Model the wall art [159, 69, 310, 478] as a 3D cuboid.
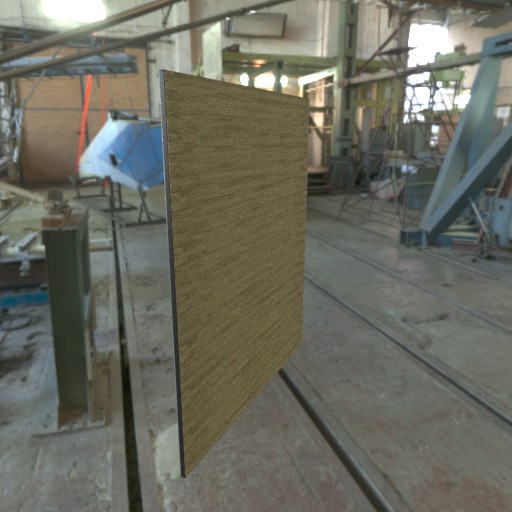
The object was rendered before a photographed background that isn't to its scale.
[{"bbox_3d":[0.000,0.000,0.786,0.009,0.559,0.483,8,17,26],"label":"wall art"}]
